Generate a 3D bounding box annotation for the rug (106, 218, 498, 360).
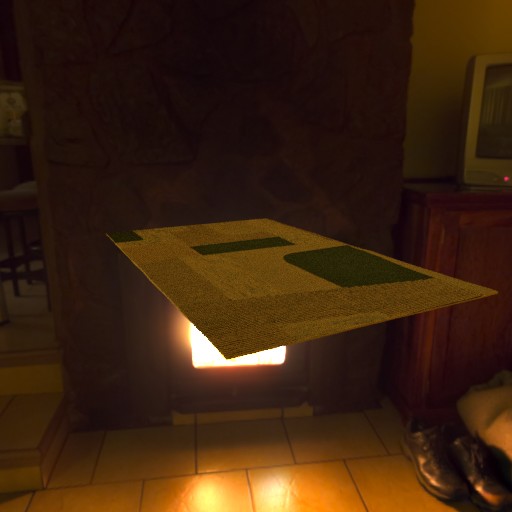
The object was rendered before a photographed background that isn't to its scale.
[{"bbox_3d":[0.000,0.000,2.959,1.521,0.015,2.436,-8,17,-27],"label":"rug"}]
